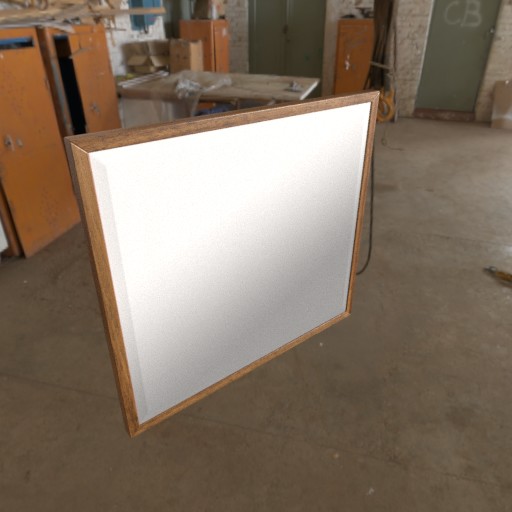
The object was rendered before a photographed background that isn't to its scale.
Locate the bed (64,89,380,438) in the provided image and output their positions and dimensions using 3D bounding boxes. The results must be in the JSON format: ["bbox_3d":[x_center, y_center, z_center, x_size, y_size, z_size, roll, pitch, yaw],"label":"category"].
[{"bbox_3d":[0.000,0.000,1.465,1.041,0.940,0.043,-21,36,-33],"label":"bed"}]
